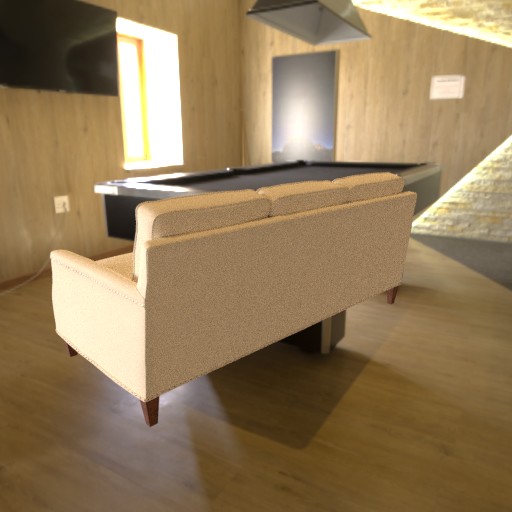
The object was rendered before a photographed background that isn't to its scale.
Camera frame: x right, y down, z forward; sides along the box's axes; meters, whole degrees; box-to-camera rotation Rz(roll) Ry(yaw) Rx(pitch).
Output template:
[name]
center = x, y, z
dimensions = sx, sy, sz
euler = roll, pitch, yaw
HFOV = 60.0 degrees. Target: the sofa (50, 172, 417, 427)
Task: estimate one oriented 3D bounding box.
[sofa]
center = 0.000, 0.000, 2.867
dimensions = 2.246, 1.003, 1.084
euler = -15, 22, -42
